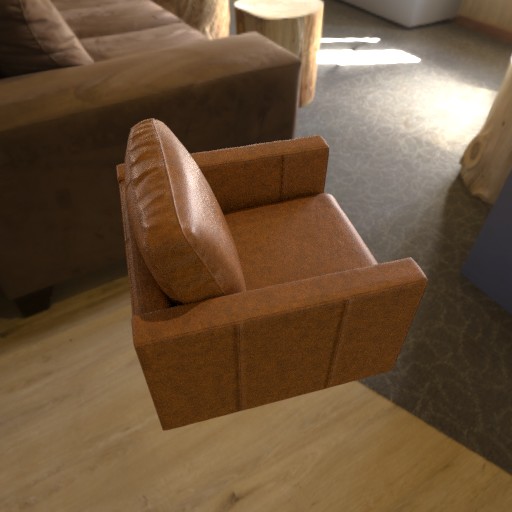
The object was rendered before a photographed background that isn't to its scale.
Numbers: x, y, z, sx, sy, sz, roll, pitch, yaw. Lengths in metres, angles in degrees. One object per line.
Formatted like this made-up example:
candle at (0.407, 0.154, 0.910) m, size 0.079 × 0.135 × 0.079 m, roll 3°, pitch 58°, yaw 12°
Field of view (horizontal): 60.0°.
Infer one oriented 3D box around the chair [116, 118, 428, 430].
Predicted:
chair at (0.000, 0.000, 1.691) m, size 0.909 × 0.956 × 0.890 m, roll -11°, pitch 46°, yaw -11°
